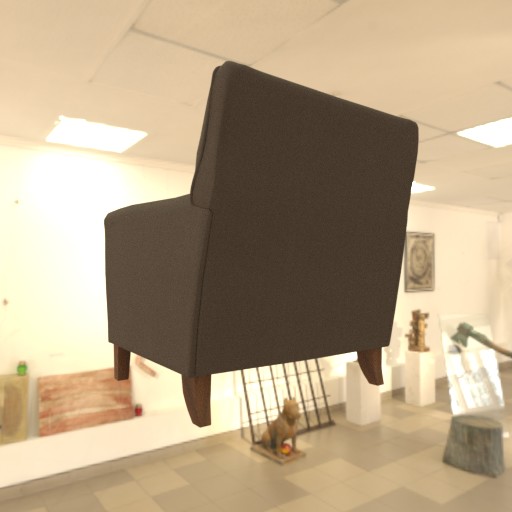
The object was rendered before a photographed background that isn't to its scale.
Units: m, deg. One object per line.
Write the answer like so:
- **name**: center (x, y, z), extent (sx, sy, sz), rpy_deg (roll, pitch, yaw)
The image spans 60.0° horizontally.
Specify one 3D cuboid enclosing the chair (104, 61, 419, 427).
- **chair**: center (0.000, 0.000, 1.586), extent (0.836, 0.911, 0.831), rpy_deg (1, -2, -36)
